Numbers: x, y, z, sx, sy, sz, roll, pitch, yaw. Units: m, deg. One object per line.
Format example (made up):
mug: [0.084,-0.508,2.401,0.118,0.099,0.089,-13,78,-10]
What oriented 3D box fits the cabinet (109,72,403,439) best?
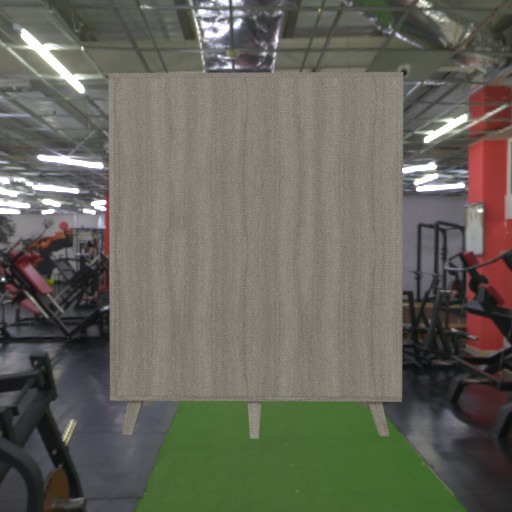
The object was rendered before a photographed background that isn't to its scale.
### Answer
cabinet: [0.000,0.000,1.876,1.111,1.388,0.398,0,1,1]
